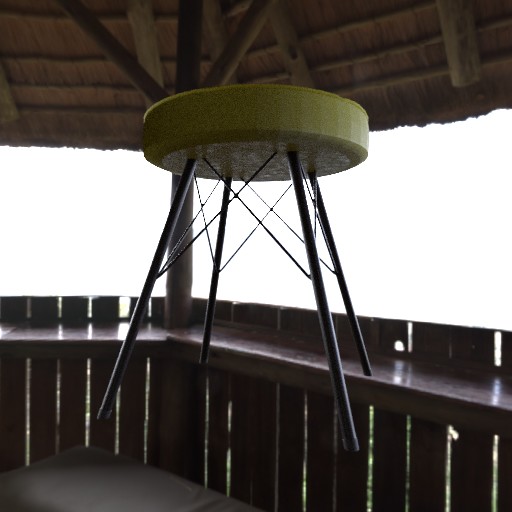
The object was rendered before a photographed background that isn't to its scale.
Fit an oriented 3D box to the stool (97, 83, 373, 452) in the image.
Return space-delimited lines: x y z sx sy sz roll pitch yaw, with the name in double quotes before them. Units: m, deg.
"stool" 0.000 0.000 0.821 0.409 0.508 0.409 0 0 17
